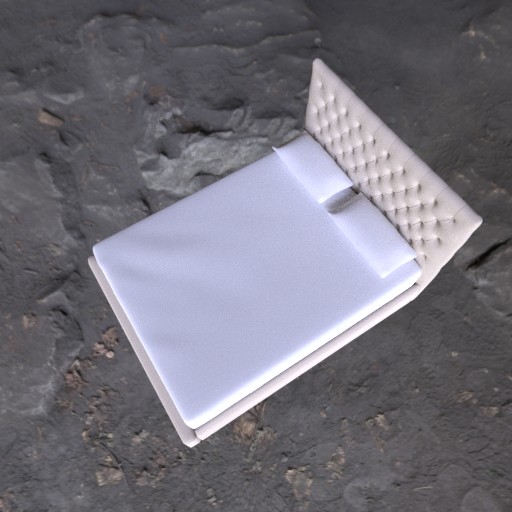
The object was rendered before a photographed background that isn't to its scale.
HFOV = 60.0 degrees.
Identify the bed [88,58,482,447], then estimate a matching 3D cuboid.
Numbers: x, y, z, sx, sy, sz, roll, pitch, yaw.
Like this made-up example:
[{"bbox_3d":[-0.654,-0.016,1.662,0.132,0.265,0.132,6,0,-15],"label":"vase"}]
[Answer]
[{"bbox_3d":[0.000,0.000,3.343,2.233,1.426,1.696,-30,67,-14],"label":"bed"}]
